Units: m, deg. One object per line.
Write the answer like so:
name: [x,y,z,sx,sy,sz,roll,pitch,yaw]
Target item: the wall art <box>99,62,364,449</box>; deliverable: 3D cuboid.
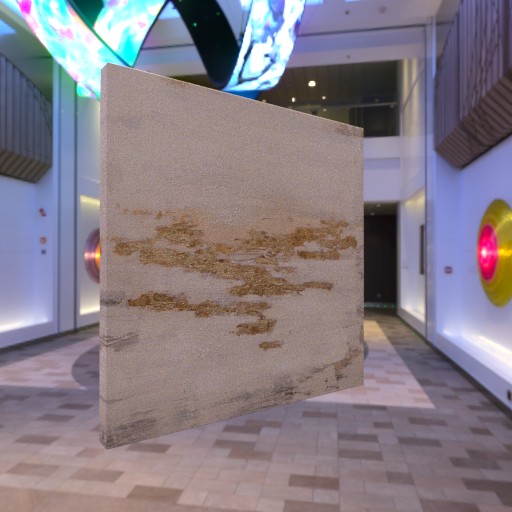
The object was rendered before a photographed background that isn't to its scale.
wall art: [0.000,0.000,0.895,0.611,0.613,0.040,0,0,-36]
